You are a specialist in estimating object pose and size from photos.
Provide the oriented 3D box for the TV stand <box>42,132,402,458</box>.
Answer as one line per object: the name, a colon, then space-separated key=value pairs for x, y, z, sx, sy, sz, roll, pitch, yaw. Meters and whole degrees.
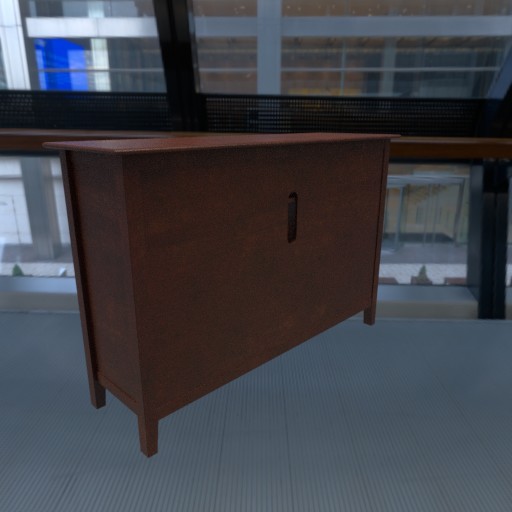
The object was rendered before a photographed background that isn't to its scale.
TV stand: x=0.000 y=0.000 z=1.775 sx=0.445 sy=0.915 sz=1.372 roll=16 pitch=24 yaw=42
